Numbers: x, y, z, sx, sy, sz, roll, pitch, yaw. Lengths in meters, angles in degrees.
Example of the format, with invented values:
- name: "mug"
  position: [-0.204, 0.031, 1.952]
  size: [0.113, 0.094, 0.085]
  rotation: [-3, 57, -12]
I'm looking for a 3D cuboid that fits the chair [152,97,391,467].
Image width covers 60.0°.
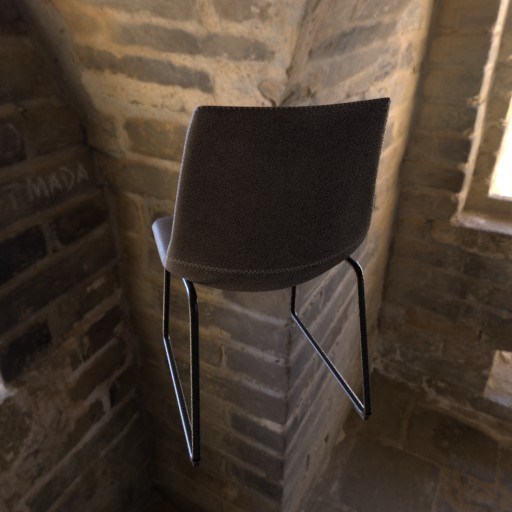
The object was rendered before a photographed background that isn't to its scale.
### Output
- name: "chair"
  position: [0.000, 0.000, 1.082]
  size: [0.460, 0.780, 0.550]
  rotation: [-8, 28, -16]
